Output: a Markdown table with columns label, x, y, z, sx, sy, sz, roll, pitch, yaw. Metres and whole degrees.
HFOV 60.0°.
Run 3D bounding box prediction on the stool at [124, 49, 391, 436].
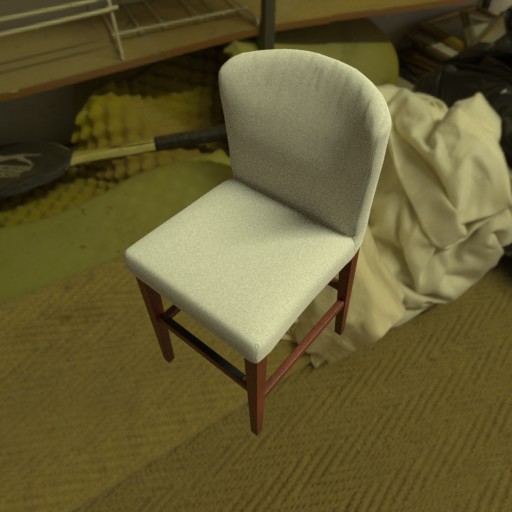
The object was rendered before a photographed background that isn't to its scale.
| label | x | y | z | sx | sy | sz | roll | pitch | yaw |
| --- | --- | --- | --- | --- | --- | --- | --- | --- | --- |
| stool | 0.000 | 0.000 | 1.281 | 0.479 | 0.968 | 0.568 | 31 | 55 | 25 |
